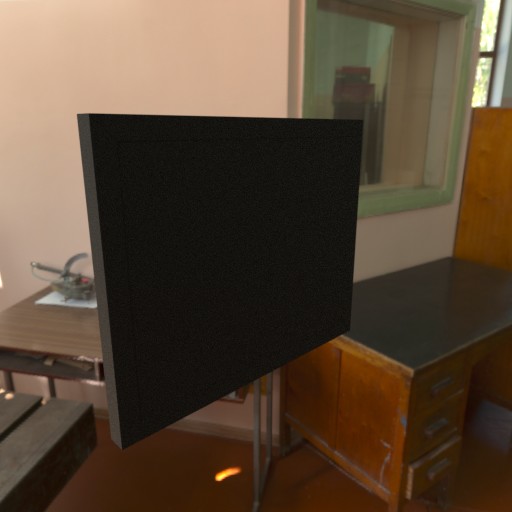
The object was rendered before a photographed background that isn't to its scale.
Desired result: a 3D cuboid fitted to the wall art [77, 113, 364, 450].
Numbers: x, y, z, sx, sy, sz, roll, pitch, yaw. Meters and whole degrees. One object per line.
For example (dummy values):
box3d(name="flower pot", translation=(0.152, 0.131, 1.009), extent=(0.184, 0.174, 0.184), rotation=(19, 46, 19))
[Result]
box3d(name="wall art", translation=(0.000, 0.000, 0.552), extent=(0.404, 0.329, 0.024), rotation=(-15, 22, -42))
